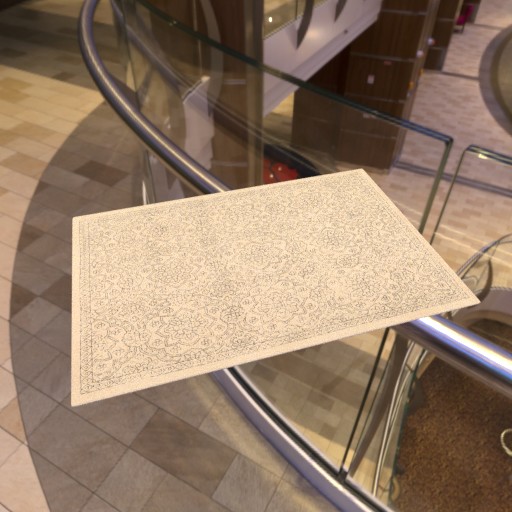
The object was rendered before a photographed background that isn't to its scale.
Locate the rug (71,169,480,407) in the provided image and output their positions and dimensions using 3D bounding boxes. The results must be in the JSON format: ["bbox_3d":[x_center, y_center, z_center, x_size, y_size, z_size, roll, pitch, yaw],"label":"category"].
[{"bbox_3d":[0.000,0.000,2.303,1.829,0.010,1.219,-11,44,-12],"label":"rug"}]
